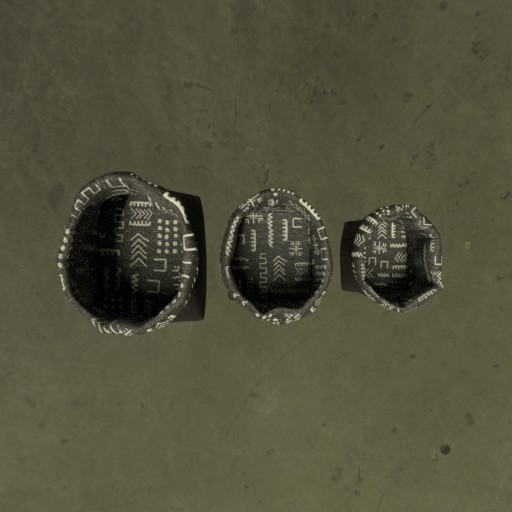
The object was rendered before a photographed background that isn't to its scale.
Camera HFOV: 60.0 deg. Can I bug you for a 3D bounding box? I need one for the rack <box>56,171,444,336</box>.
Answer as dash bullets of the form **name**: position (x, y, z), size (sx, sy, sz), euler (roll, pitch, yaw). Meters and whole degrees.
- **rack**: position (0.000, 0.000, 1.108), size (0.905, 0.323, 0.379), euler (0, 91, 0)
